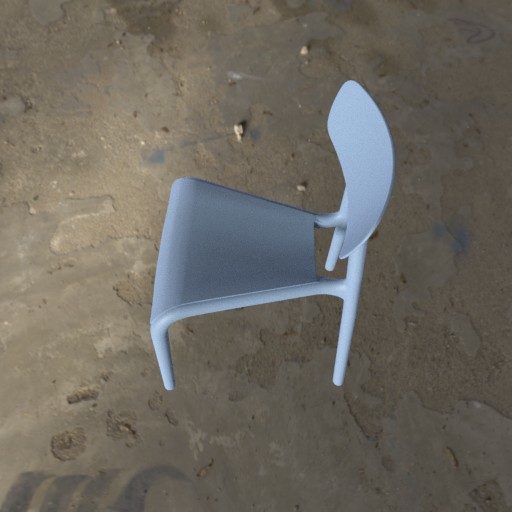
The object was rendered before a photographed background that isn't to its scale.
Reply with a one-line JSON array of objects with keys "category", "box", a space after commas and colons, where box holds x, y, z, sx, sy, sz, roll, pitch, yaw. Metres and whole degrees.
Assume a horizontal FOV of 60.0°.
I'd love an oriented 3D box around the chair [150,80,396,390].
[{"category": "chair", "box": [0.000, 0.000, 0.833, 0.401, 0.580, 0.356, 1, 58, 1]}]
